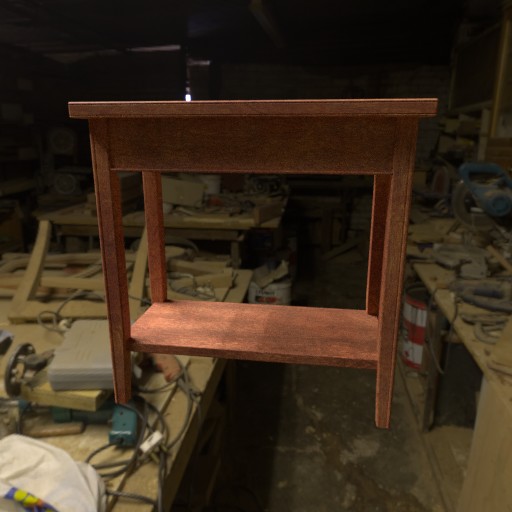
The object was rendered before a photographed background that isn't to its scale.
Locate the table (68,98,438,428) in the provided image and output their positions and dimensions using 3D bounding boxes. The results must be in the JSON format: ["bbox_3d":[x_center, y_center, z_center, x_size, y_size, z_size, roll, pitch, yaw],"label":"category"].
[{"bbox_3d":[0.000,0.000,0.947,0.610,0.610,0.305,2,16,8],"label":"table"}]
